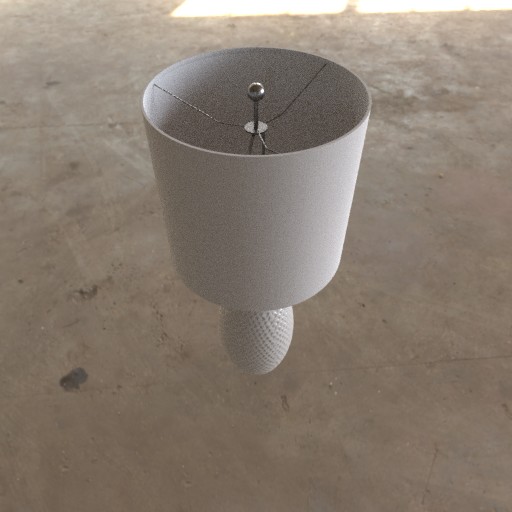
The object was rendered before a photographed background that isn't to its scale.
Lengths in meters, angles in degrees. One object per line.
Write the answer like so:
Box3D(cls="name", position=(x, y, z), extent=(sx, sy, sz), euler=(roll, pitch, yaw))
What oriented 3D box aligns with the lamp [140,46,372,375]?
Box3D(cls="lamp", position=(0.000, 0.000, 0.581), extent=(0.214, 0.466, 0.214), euler=(11, 47, 10))
